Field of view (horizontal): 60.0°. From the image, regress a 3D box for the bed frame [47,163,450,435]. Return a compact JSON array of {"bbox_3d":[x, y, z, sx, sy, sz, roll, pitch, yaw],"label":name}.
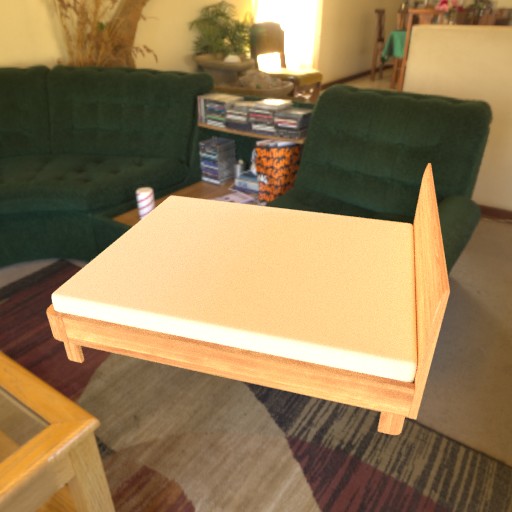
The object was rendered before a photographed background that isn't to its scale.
[{"bbox_3d":[0.000,0.000,2.935,2.092,0.940,1.660,8,31,14],"label":"bed frame"}]
